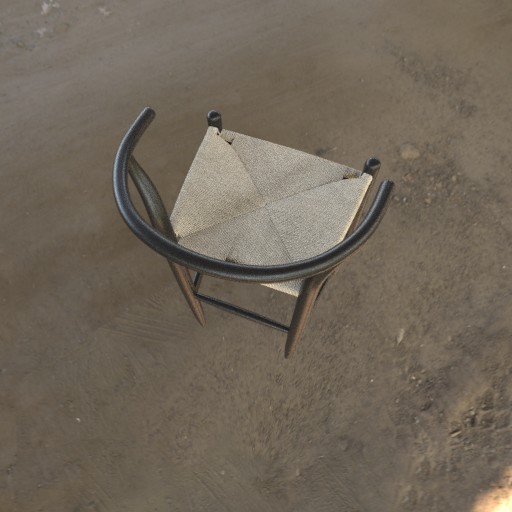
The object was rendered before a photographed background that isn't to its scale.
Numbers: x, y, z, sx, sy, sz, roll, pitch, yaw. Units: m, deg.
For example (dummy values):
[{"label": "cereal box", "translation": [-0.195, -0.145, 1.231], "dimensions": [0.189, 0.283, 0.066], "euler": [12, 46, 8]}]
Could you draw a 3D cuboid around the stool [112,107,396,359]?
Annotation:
[{"label": "stool", "translation": [0.000, 0.000, 1.299], "dimensions": [0.569, 0.970, 0.579], "euler": [19, 64, 10]}]
